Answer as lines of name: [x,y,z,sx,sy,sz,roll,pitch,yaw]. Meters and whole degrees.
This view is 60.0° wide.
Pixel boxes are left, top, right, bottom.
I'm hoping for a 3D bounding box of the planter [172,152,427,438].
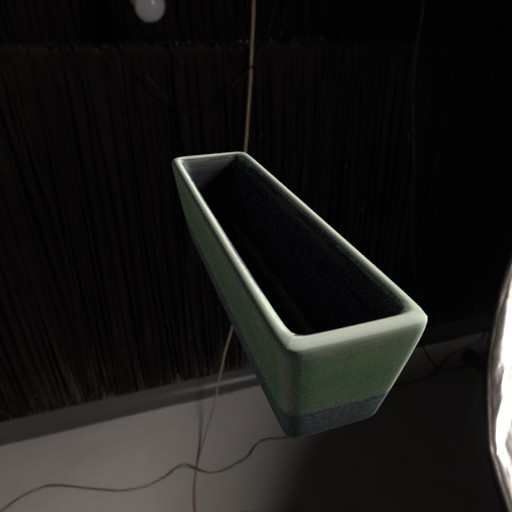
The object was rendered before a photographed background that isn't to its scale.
planter: [0.000,0.000,0.311,0.072,0.072,0.275,-9,30,-16]
